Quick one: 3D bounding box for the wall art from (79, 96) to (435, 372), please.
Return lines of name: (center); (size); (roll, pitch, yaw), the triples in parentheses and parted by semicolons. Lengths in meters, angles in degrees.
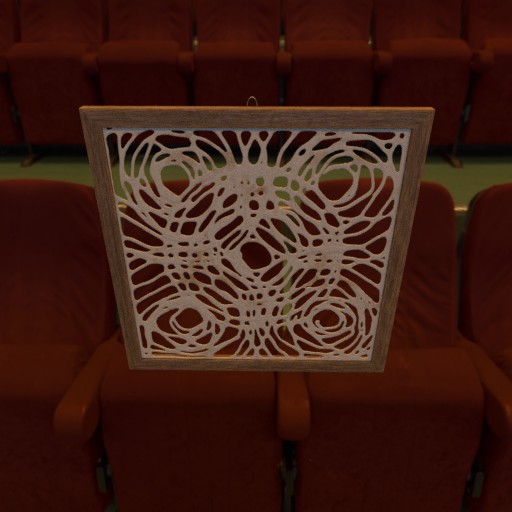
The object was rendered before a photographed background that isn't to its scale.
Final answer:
wall art: (0.000, 0.000, 0.842); (0.561, 0.576, 0.021); (1, 30, 1)
